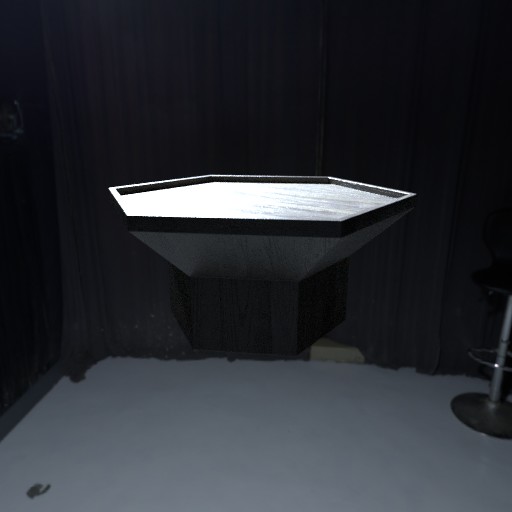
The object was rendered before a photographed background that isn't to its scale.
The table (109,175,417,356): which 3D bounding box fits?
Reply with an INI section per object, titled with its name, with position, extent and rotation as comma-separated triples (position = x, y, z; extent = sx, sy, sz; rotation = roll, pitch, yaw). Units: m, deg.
[table]
position = 0.000, 0.000, 1.661
extent = 1.115, 0.488, 0.966
rotation = 2, 17, 7
